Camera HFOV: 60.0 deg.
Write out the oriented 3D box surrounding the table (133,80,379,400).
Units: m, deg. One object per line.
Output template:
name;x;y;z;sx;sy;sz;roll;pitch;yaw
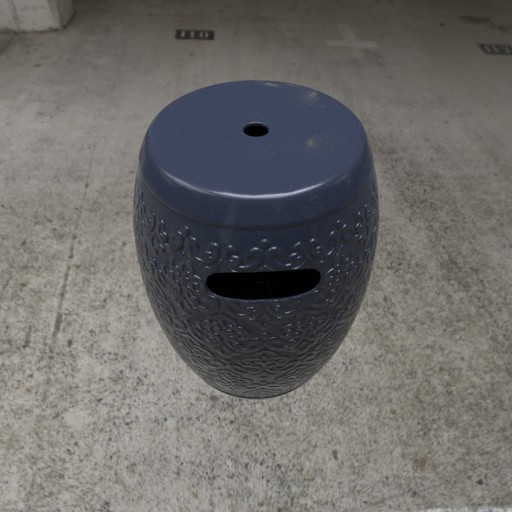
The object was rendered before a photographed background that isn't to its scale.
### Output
table;0.000;0.000;0.612;0.309;0.397;0.309;0;47;0
